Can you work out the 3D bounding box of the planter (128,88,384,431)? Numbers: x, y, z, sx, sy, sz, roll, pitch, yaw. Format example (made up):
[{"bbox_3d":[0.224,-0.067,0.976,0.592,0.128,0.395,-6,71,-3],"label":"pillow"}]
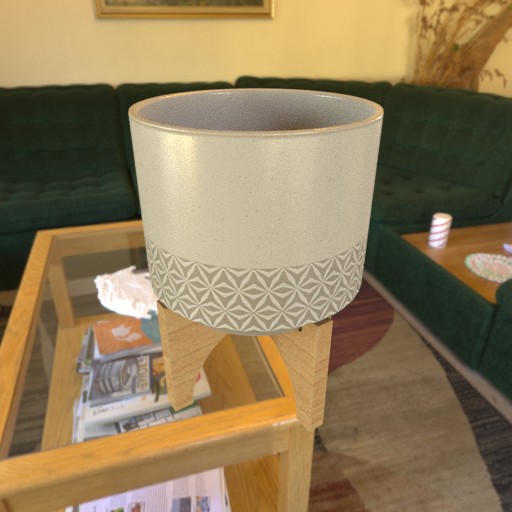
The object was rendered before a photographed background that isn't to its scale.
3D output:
[{"bbox_3d":[0.000,0.000,0.524,0.249,0.343,0.249,0,28,0],"label":"planter"}]
